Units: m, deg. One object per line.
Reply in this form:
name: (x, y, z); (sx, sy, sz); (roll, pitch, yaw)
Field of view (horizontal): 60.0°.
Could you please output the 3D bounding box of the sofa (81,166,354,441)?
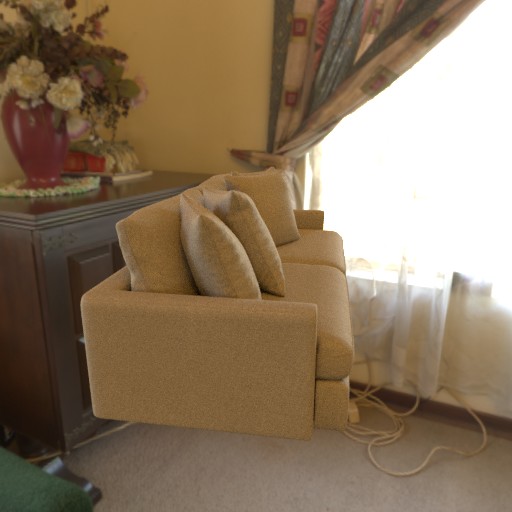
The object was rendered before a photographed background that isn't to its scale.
sofa: (0.000, 0.000, 3.007); (1.228, 1.084, 2.380); (3, 16, 9)
